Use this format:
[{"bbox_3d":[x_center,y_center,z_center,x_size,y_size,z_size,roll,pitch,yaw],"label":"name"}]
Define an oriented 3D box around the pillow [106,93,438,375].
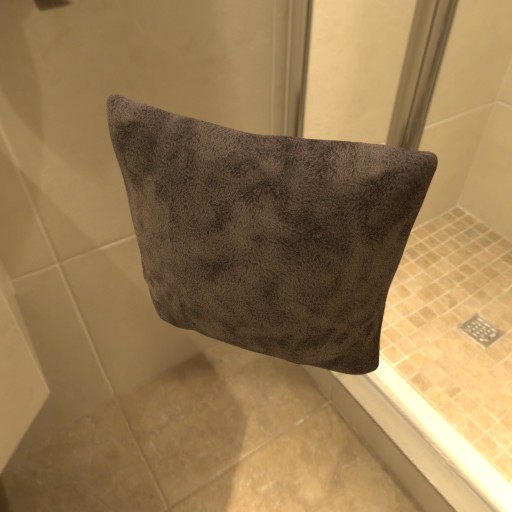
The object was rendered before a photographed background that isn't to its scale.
[{"bbox_3d":[0.000,0.000,0.802,0.522,0.520,0.204,13,44,14],"label":"pillow"}]
